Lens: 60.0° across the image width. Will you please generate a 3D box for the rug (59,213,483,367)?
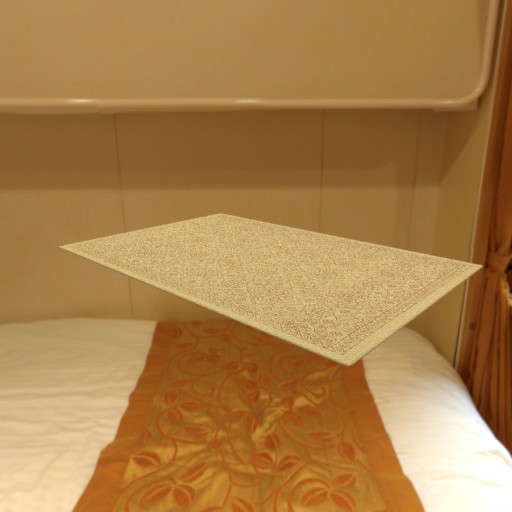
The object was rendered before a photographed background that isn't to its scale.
[{"bbox_3d":[0.000,0.000,2.275,1.829,0.010,1.219,15,23,40],"label":"rug"}]
